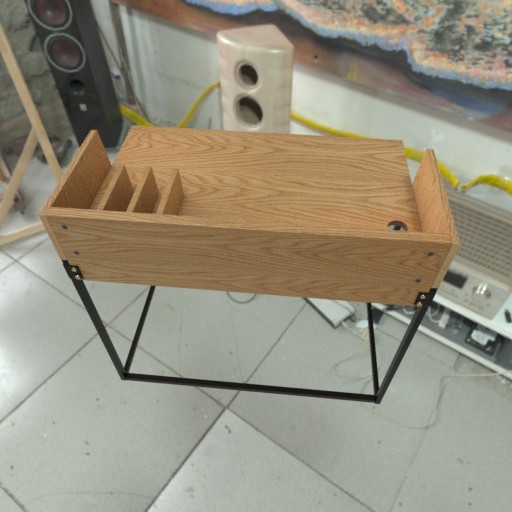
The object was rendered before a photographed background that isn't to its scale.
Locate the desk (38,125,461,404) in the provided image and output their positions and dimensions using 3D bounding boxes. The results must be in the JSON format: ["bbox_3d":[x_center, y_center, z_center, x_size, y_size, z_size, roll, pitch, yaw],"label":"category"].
[{"bbox_3d":[0.000,0.000,1.885,1.191,1.061,0.769,4,48,4],"label":"desk"}]
